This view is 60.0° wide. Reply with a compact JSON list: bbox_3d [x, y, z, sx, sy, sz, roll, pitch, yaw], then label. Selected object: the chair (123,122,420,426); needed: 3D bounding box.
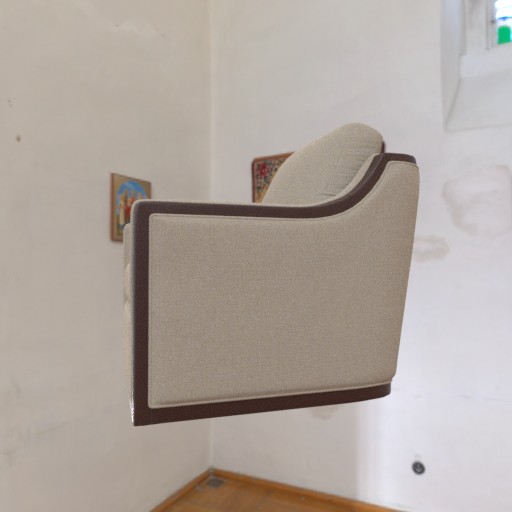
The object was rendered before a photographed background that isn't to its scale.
[{"bbox_3d":[0.000,0.000,1.680,0.950,0.930,0.870,0,-1,-18],"label":"chair"}]
